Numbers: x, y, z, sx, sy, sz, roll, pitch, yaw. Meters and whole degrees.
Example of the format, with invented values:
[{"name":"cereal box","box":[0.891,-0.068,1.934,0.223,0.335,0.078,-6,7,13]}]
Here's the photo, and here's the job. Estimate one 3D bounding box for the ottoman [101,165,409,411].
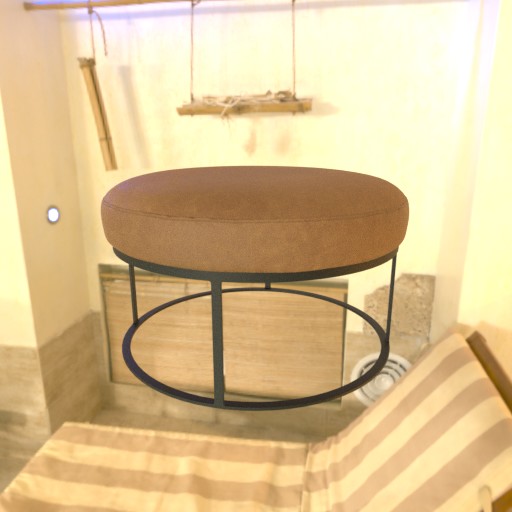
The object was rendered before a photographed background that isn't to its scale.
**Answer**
[{"name":"ottoman","box":[0.000,0.000,1.208,0.771,0.460,0.771,0,16,0]}]
